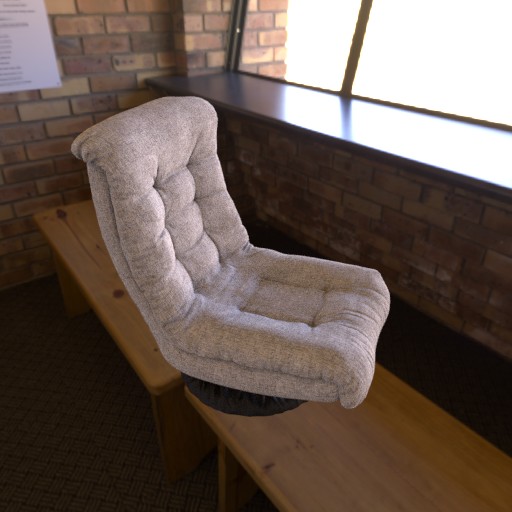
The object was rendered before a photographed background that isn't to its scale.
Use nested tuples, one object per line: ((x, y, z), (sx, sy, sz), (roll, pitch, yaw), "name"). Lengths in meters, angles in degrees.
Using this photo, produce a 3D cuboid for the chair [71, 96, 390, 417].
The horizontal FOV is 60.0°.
((0.000, 0.000, 0.965), (0.583, 0.600, 0.400), (11, 32, 18), "chair")
